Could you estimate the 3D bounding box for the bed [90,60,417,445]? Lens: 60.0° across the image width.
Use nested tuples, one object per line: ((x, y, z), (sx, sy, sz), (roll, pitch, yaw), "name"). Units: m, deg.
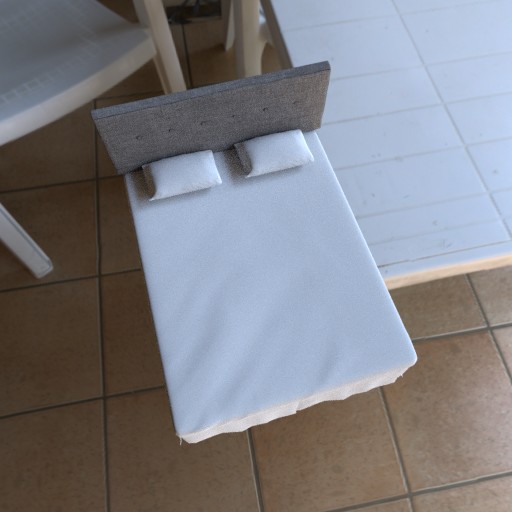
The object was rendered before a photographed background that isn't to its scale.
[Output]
((0.000, 0.000, 2.959), (1.621, 1.168, 1.958), (-15, 65, -7), "bed")
